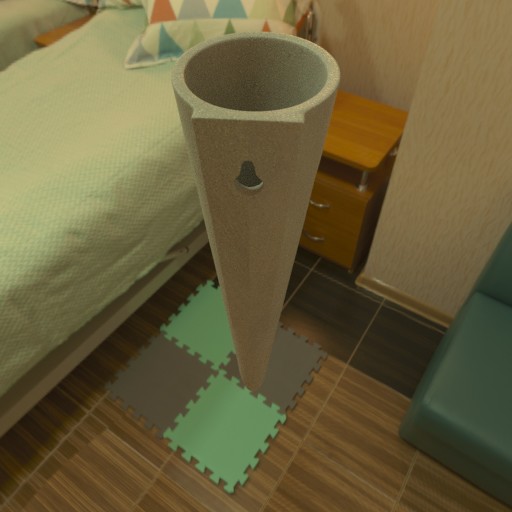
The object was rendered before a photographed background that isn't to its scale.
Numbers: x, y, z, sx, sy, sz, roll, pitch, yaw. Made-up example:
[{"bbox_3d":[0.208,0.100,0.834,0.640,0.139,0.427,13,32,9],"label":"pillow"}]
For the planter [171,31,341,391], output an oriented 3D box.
[{"bbox_3d":[0.000,0.000,0.222,0.057,0.191,0.064,3,49,3],"label":"planter"}]
